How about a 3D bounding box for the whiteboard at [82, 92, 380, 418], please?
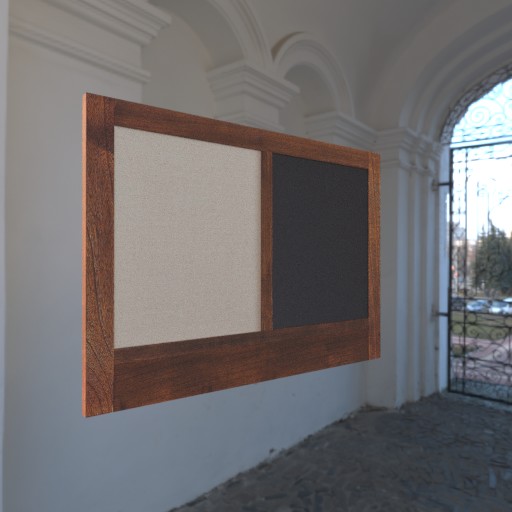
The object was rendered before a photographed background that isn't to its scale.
[{"bbox_3d":[0.000,0.000,1.007,0.768,0.553,0.083,0,0,-36],"label":"whiteboard"}]
